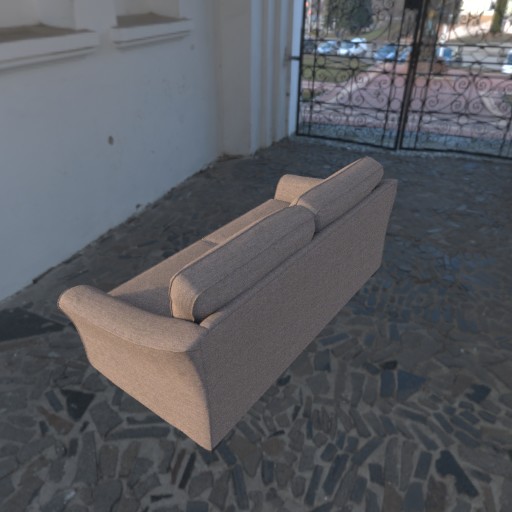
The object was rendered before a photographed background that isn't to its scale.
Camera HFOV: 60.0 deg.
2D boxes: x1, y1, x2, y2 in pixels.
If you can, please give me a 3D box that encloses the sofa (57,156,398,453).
[{"bbox_3d":[0.000,0.000,2.857,0.980,0.965,2.270,20,36,30],"label":"sofa"}]
